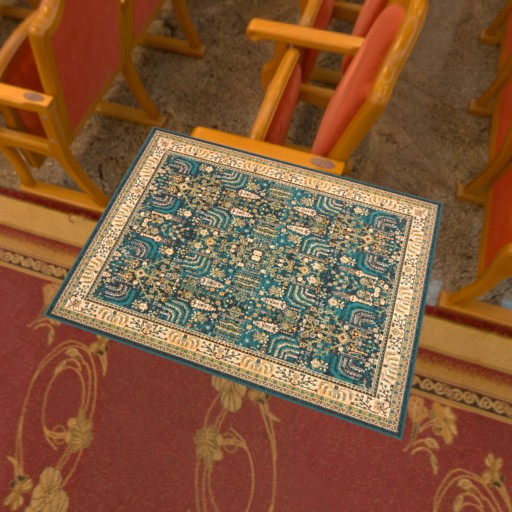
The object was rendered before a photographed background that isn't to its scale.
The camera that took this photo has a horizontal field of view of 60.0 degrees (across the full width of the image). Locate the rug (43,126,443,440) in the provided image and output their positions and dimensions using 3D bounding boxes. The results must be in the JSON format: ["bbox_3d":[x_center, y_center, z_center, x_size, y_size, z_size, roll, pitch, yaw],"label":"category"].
[{"bbox_3d":[0.000,0.000,4.001,3.044,0.015,2.226,17,64,8],"label":"rug"}]
